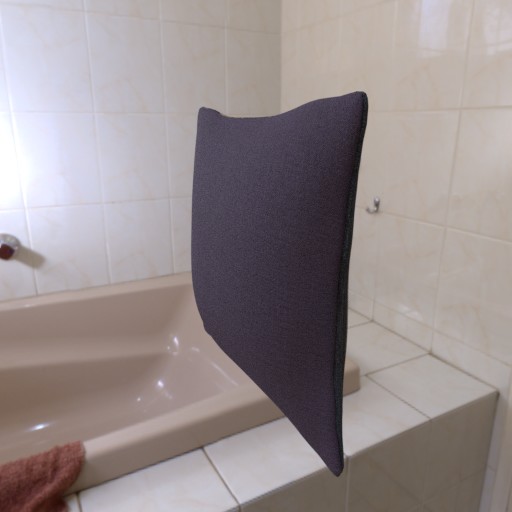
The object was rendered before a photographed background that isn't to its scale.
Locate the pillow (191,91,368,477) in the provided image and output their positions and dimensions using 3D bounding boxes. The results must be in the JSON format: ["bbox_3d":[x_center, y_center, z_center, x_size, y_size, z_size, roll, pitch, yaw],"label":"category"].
[{"bbox_3d":[0.000,0.000,0.632,0.136,0.419,0.437,-8,18,-26],"label":"pillow"}]
